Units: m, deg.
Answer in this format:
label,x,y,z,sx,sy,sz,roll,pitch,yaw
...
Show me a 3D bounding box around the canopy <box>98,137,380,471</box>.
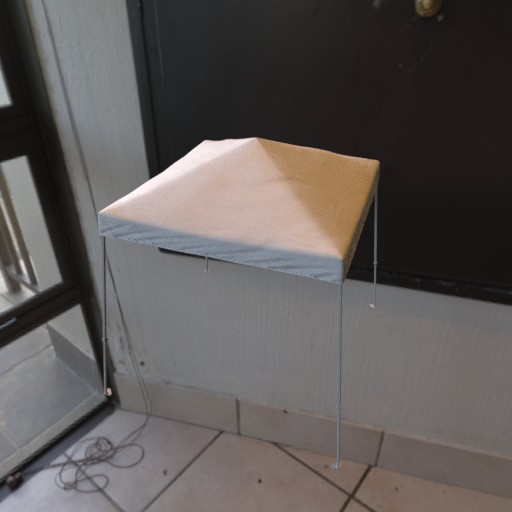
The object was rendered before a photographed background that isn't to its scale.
label,x,y,z,sx,sy,sz,roll,pitch,yaw
canopy,0.000,0.000,5.278,2.849,2.849,2.848,11,34,17
